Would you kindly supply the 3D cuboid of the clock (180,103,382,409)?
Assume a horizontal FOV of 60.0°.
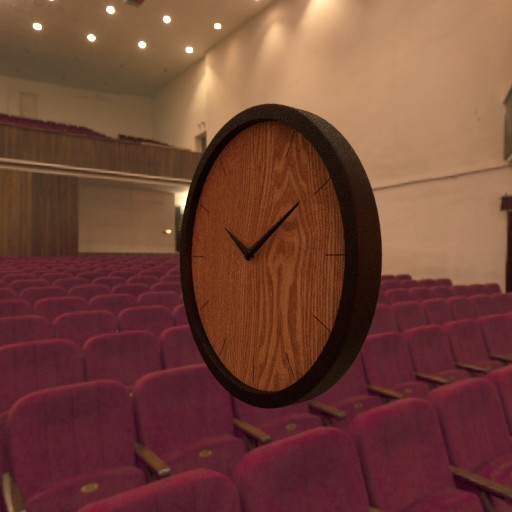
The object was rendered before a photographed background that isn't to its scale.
[{"bbox_3d":[0.000,0.000,0.480,0.029,0.314,0.314,0,-1,-36],"label":"clock"}]
